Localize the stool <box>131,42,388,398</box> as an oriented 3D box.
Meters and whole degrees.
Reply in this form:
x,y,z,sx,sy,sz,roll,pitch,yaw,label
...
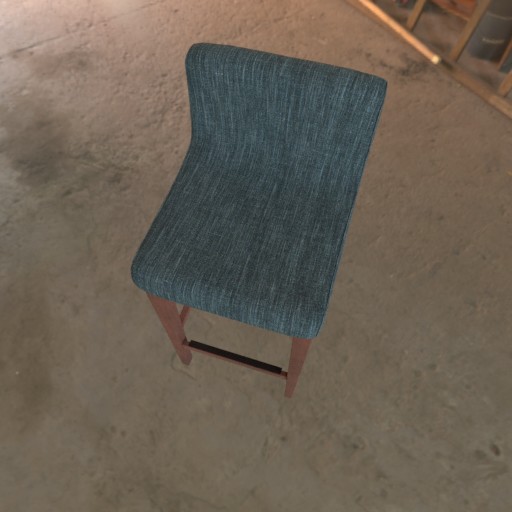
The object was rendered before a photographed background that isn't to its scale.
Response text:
x,y,z,sx,sy,sz,roll,pitch,yaw,label
0.000,0.000,1.102,0.395,0.835,0.459,15,60,9,stool
